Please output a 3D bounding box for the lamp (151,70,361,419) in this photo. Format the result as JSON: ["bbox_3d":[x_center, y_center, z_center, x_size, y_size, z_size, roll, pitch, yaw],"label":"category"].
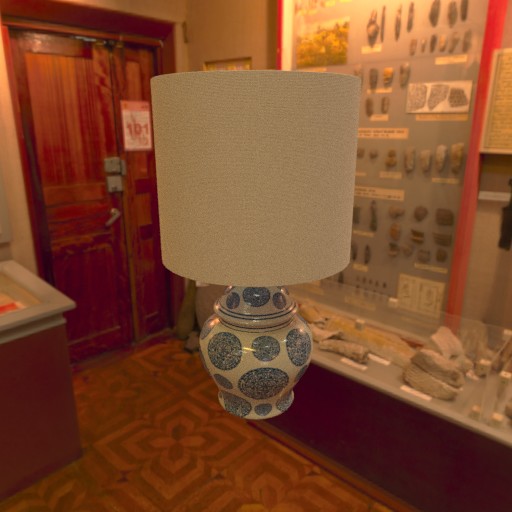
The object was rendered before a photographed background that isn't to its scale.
[{"bbox_3d":[0.000,0.000,0.518,0.215,0.381,0.215,16,23,42],"label":"lamp"}]
